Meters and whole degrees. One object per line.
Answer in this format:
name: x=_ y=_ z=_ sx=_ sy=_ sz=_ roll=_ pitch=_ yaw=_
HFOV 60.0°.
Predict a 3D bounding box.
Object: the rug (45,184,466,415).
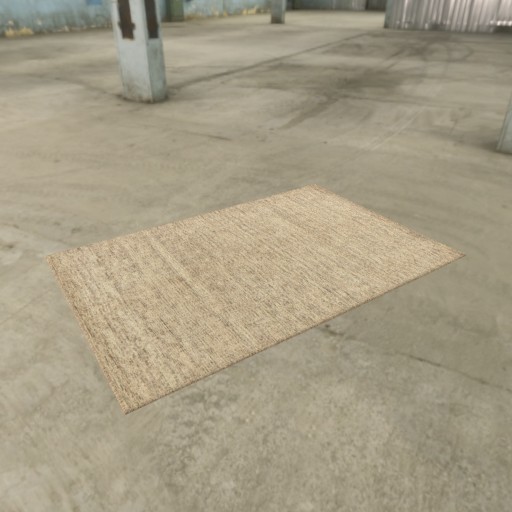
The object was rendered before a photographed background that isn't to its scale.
rug: x=0.000 y=0.000 z=2.299 sx=1.822 sy=0.018 sz=1.211 roll=-19 pitch=35 yaw=-29
